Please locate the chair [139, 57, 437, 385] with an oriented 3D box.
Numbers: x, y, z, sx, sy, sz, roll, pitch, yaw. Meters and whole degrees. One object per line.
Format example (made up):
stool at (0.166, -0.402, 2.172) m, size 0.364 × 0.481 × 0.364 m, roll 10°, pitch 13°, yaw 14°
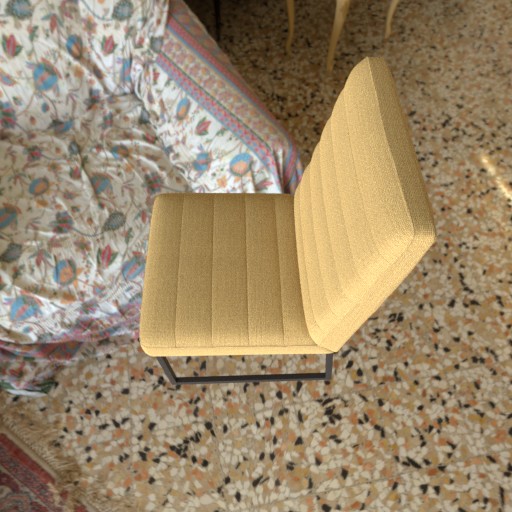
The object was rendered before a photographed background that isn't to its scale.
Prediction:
chair at (0.000, 0.000, 1.267) m, size 0.634 × 0.930 × 0.520 m, roll -2°, pitch 59°, yaw -1°
